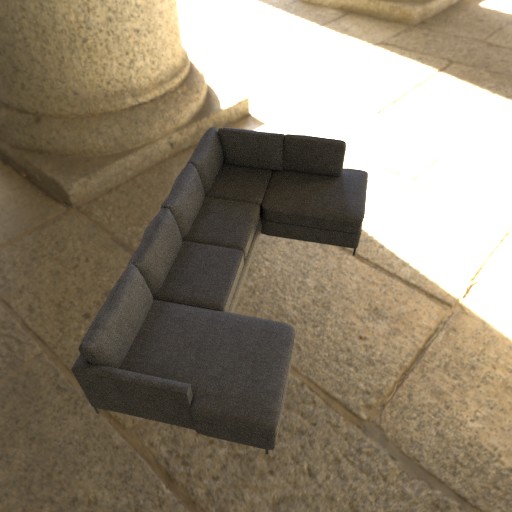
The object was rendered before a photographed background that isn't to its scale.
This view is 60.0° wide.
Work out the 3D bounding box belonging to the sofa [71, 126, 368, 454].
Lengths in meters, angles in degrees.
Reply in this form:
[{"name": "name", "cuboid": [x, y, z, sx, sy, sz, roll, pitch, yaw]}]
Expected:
[{"name": "sofa", "cuboid": [0.000, 0.000, 4.421, 2.048, 0.999, 3.423, 9, 46, 9]}]
